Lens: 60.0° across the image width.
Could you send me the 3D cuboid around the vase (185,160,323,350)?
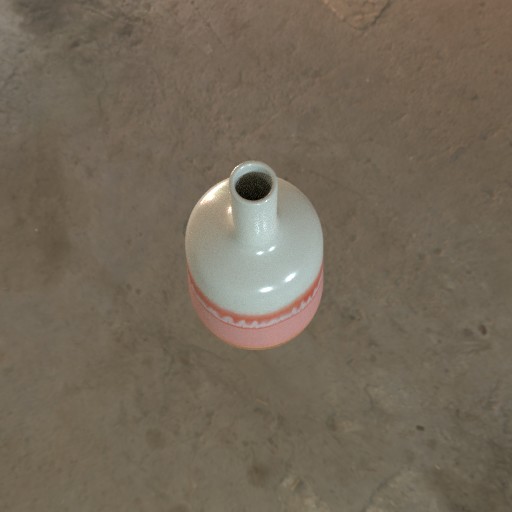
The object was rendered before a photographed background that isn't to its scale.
[{"bbox_3d":[0.000,0.000,0.377,0.144,0.296,0.144,0,75,0],"label":"vase"}]
